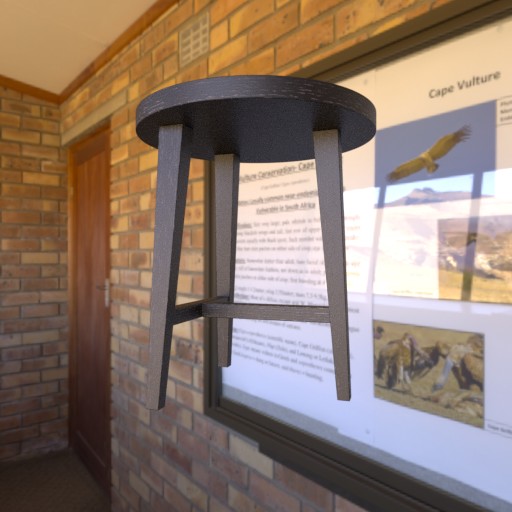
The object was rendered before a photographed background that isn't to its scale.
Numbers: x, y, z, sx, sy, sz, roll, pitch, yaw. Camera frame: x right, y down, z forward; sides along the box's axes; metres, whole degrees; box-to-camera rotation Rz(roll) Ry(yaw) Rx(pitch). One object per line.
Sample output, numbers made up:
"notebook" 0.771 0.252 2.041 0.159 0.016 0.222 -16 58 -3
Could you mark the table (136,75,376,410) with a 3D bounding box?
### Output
"table" 0.000 0.000 0.761 0.399 0.460 0.399 0 0 0
